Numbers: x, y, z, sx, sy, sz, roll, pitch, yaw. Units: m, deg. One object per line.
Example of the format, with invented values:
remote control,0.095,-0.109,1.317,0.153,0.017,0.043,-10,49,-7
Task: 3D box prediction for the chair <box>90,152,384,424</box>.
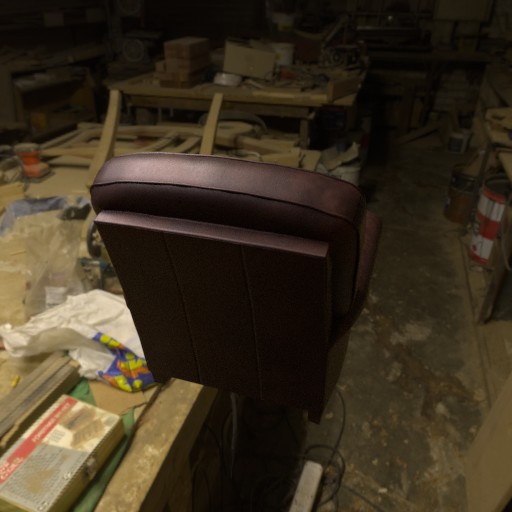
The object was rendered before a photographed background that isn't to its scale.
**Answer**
chair,0.000,0.000,1.765,0.936,1.018,0.986,9,32,15
